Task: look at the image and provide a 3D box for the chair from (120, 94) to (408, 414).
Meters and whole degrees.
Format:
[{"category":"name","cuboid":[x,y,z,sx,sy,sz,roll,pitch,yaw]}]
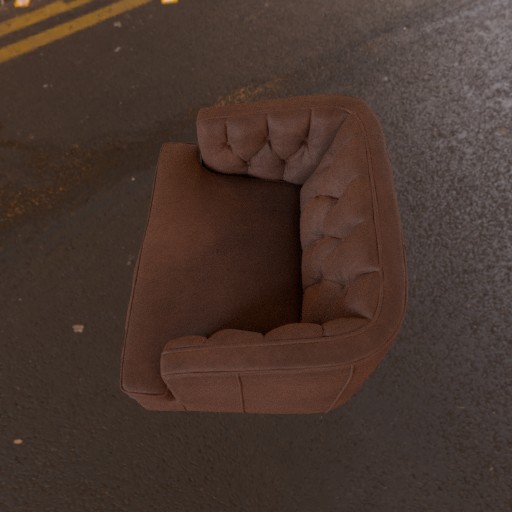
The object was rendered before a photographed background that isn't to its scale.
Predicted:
[{"category":"chair","cuboid":[0.000,0.000,1.729,0.914,0.787,1.118,1,59,1]}]
